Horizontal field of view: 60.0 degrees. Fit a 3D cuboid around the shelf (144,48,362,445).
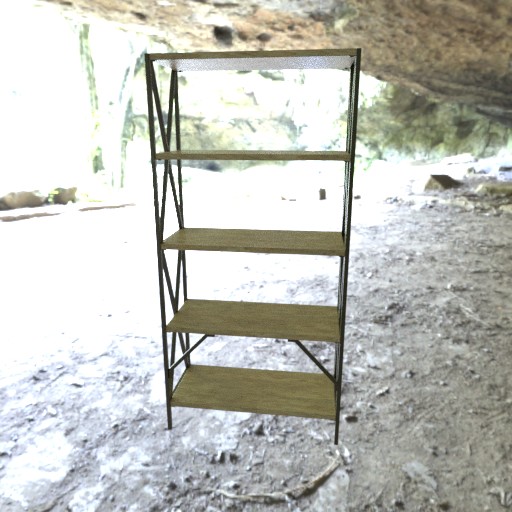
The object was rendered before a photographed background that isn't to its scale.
[{"bbox_3d":[0.000,0.000,2.191,0.874,1.803,0.386,2,16,8],"label":"shelf"}]
